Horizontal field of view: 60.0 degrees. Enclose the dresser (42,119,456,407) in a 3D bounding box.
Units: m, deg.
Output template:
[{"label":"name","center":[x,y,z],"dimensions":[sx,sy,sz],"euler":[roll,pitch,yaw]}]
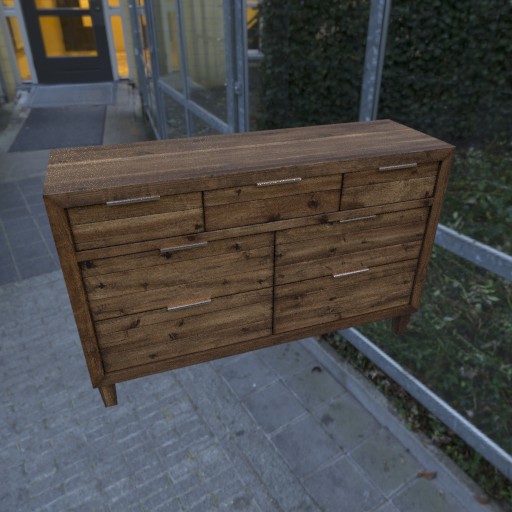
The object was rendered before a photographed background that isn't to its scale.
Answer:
[{"label":"dresser","center":[0.000,0.000,1.810],"dimensions":[1.387,0.892,0.438],"euler":[-10,32,-16]}]
